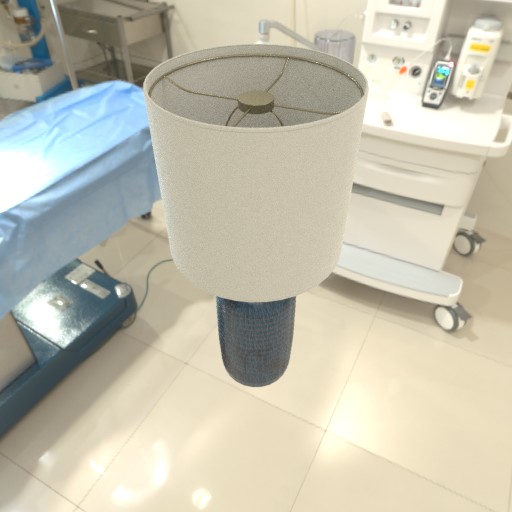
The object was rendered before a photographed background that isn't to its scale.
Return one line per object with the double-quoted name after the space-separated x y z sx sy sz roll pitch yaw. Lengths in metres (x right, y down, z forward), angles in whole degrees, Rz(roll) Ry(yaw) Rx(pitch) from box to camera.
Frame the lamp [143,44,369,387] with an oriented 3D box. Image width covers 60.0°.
0.000 0.000 0.599 0.220 0.475 0.220 25 48 25 "lamp"
